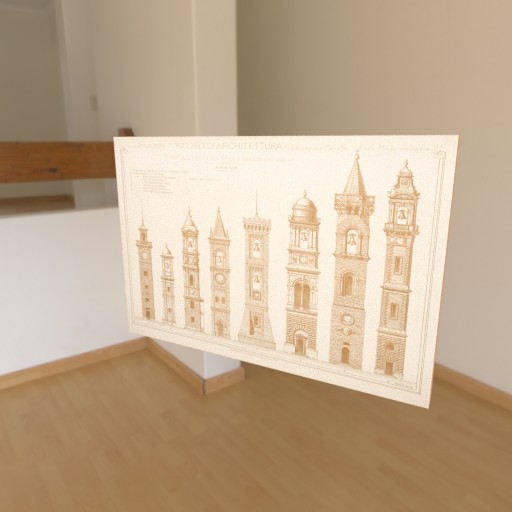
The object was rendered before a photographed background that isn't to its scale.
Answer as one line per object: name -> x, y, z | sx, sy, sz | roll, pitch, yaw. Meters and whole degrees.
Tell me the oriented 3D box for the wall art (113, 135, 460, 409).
wall art -> 0.000, 0.000, 1.164 | 0.915, 0.608, 0.033 | 8, 16, 27
